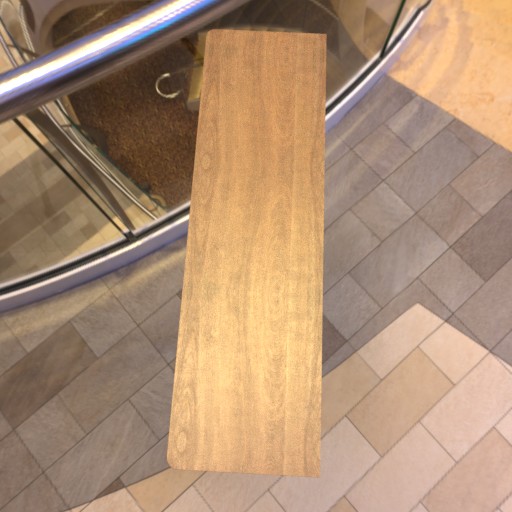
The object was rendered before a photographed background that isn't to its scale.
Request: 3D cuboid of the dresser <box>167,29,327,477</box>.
[{"bbox_3d":[0.000,0.000,1.964,0.468,0.892,1.583,3,76,1],"label":"dresser"}]
